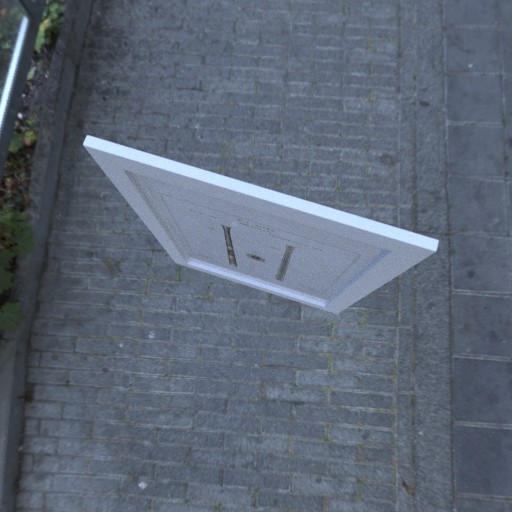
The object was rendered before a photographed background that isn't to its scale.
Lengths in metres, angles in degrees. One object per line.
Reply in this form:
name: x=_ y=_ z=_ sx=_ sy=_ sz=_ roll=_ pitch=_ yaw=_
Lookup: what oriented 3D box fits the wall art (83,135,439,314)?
wall art: x=0.000 y=0.000 z=0.627 sx=0.329 sy=0.482 sz=0.011 roll=17 pitch=77 yaw=4
